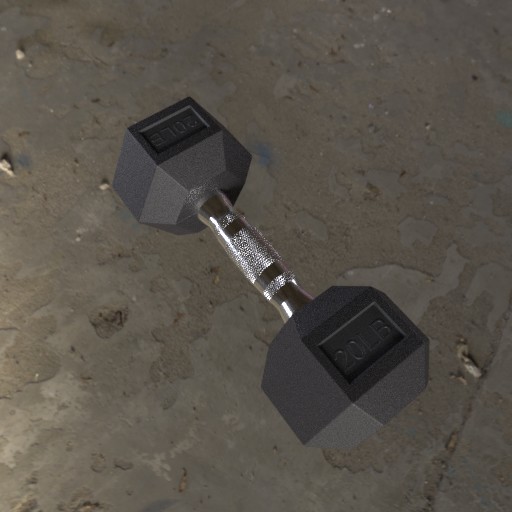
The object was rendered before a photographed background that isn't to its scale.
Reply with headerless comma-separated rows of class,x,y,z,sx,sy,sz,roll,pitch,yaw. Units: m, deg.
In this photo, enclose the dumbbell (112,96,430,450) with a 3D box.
dumbbell,0.000,0.000,0.348,0.116,0.101,0.297,-34,67,-16
